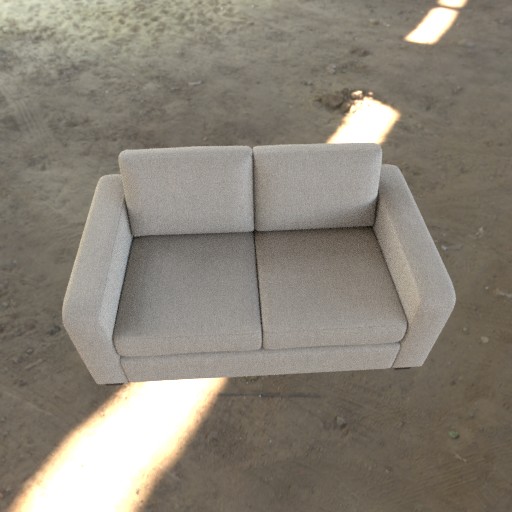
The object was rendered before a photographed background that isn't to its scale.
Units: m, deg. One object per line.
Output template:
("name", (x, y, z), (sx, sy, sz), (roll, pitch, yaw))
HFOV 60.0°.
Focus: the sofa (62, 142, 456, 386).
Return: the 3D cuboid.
("sofa", (0.000, 0.000, 2.097), (1.540, 0.800, 0.900), (-3, 47, -2))
